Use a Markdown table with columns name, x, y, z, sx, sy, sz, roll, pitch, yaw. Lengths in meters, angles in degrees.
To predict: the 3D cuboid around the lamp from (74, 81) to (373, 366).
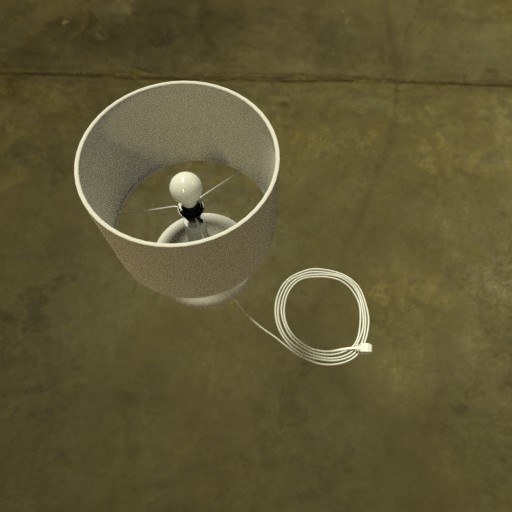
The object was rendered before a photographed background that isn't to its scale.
| name | x | y | z | sx | sy | sz | roll | pitch | yaw |
| --- | --- | --- | --- | --- | --- | --- | --- | --- | --- |
| lamp | 0.000 | 0.000 | 0.841 | 0.401 | 0.457 | 0.546 | -39 | 71 | -16 |
